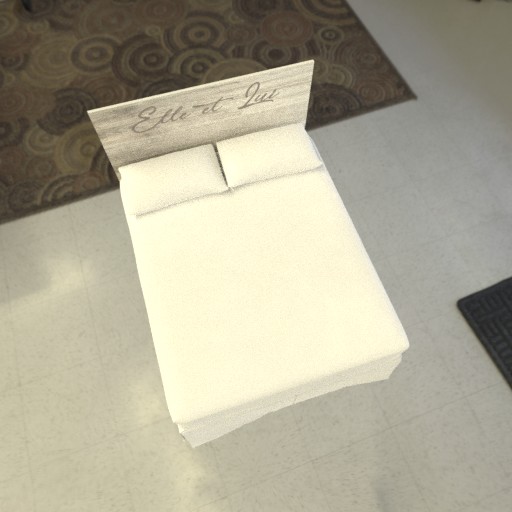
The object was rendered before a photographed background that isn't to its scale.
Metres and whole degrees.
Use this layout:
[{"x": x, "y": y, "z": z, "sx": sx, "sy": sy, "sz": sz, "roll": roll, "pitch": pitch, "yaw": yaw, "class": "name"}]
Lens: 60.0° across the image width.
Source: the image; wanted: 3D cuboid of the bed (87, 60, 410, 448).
[{"x": 0.000, "y": 0.000, "z": 3.208, "sx": 1.745, "sy": 1.335, "sz": 2.094, "roll": -16, "pitch": 65, "yaw": -8, "class": "bed"}]
